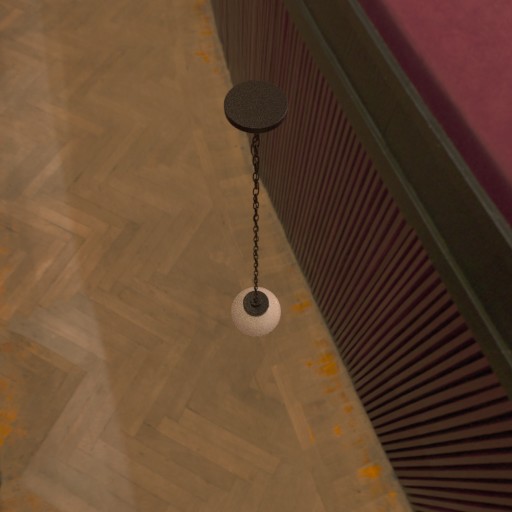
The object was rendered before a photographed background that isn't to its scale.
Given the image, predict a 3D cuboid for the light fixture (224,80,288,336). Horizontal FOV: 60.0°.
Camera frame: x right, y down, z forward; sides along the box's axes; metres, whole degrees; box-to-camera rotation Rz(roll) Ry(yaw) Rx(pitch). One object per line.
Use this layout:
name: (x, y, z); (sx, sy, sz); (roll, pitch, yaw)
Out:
light fixture: (0.000, 0.000, 2.020); (0.305, 1.867, 0.304); (-17, 65, -8)
